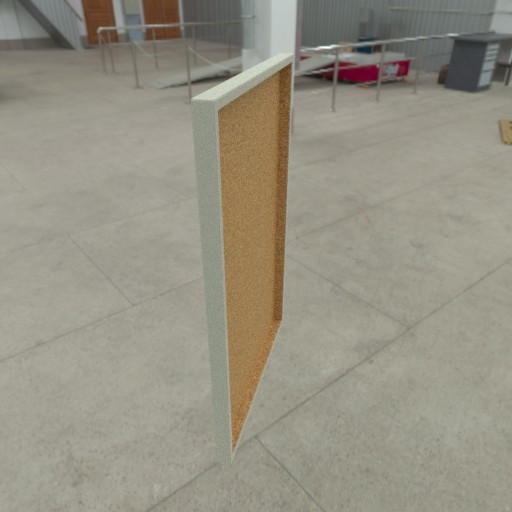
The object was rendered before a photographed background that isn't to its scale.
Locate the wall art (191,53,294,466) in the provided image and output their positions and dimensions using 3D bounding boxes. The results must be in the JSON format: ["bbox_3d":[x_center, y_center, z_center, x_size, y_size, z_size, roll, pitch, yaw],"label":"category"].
[{"bbox_3d":[0.000,0.000,1.171,0.038,0.914,0.610,8,32,14],"label":"wall art"}]
